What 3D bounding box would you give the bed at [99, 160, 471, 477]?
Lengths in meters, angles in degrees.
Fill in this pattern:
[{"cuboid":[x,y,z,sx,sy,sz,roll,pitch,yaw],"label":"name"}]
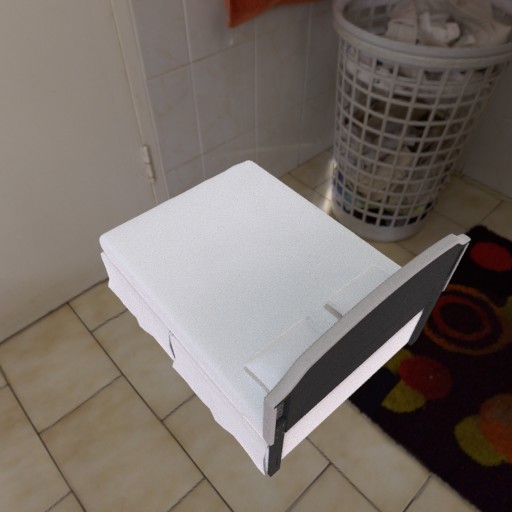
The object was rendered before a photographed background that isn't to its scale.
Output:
[{"cuboid":[0.000,0.000,3.023,1.558,1.270,1.999,-33,56,-26],"label":"bed"}]
